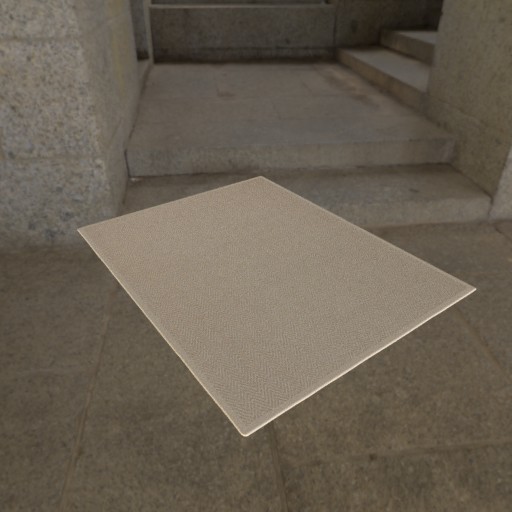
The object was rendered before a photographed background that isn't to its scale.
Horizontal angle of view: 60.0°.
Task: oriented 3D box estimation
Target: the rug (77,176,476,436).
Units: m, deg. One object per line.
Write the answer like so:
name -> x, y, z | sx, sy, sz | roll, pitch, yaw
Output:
rug -> 0.000, 0.000, 4.191 | 2.407, 0.020, 3.051 | -22, 39, -30
